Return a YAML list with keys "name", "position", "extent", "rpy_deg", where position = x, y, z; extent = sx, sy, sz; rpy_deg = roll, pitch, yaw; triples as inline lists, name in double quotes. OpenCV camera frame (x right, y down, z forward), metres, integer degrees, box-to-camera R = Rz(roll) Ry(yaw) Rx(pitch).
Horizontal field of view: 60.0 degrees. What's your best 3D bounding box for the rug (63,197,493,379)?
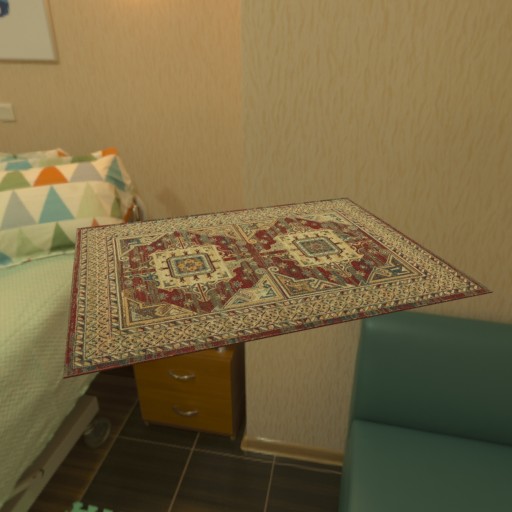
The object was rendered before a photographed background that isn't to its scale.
- name: "rug"
  position: [0.000, 0.000, 4.101]
  extent: [3.197, 0.013, 2.381]
  rpy_deg: [-8, 28, -16]
